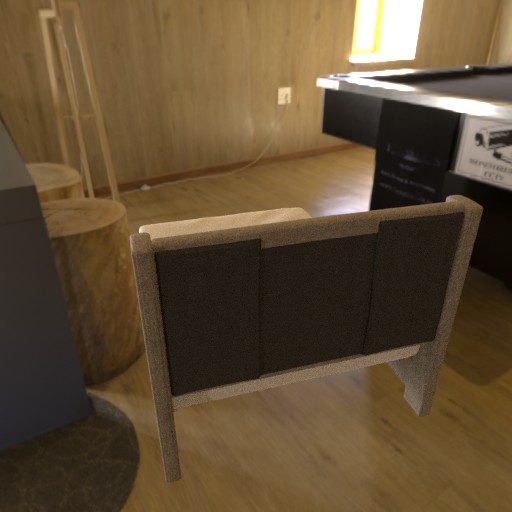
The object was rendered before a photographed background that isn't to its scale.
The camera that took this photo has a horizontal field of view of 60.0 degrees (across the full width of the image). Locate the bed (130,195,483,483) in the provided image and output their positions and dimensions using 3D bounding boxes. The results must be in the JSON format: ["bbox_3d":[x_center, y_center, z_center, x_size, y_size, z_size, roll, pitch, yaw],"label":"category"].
[{"bbox_3d":[0.000,0.000,3.279,1.714,1.476,2.245,-8,29,-15],"label":"bed"}]
